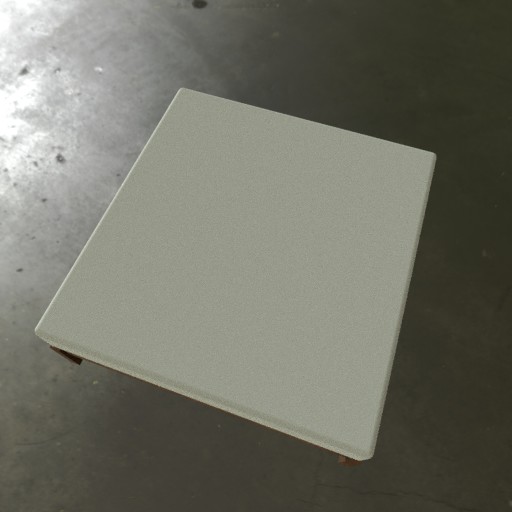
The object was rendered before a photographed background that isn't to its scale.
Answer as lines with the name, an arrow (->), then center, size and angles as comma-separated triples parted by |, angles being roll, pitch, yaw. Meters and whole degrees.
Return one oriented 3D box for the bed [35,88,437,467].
bed -> 0.000, 0.000, 3.013 | 1.930, 0.616, 2.049 | 17, 64, 9
